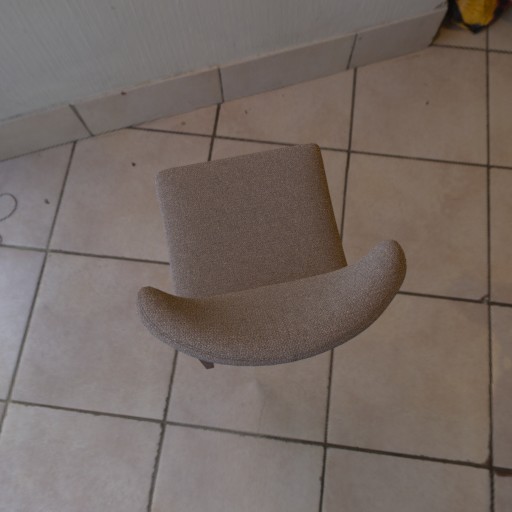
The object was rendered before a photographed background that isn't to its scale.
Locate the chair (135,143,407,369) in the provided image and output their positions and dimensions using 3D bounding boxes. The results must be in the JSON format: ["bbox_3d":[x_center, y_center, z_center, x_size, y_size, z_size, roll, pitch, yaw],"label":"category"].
[{"bbox_3d":[0.000,0.000,1.179,0.491,0.839,0.589,-11,75,-3],"label":"chair"}]
